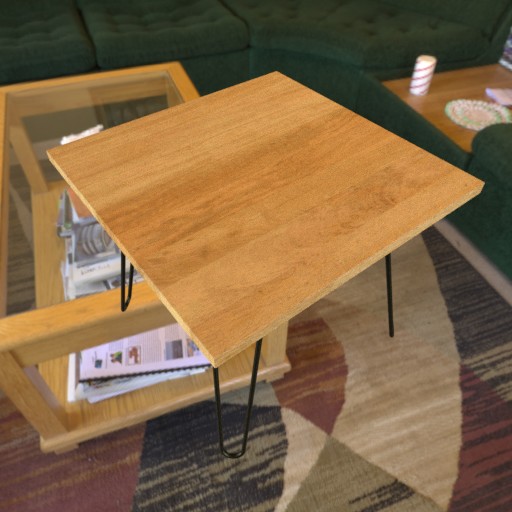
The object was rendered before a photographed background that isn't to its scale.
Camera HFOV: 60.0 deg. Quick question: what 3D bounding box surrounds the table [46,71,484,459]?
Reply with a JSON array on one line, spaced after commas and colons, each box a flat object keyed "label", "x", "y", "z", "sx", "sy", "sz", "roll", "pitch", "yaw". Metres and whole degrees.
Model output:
[{"label": "table", "x": 0.000, "y": 0.000, "z": 1.028, "sx": 0.599, "sy": 0.500, "sz": 0.599, "roll": -29, "pitch": 53, "yaw": -25}]
